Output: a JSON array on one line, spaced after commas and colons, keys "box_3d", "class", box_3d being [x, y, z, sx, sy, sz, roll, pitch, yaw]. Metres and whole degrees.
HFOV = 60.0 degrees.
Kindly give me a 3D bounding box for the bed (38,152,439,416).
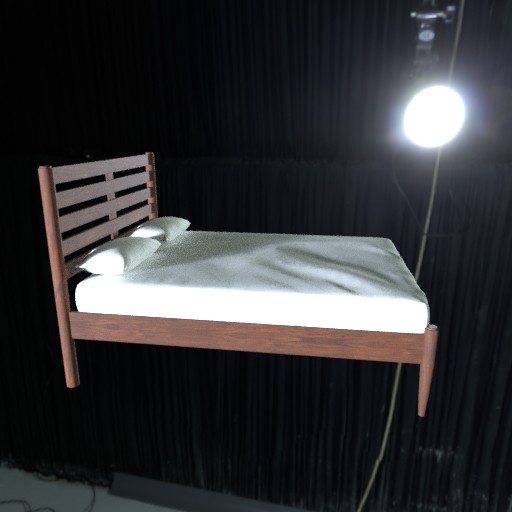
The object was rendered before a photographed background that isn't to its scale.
[{"box_3d": [0.000, 0.000, 3.047, 2.093, 1.304, 1.509, 2, 16, 8], "class": "bed"}]
